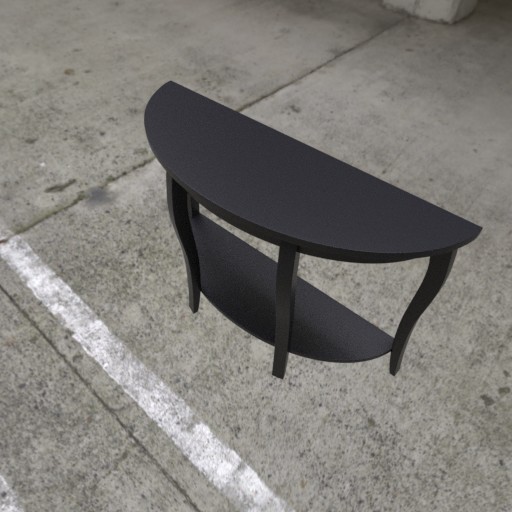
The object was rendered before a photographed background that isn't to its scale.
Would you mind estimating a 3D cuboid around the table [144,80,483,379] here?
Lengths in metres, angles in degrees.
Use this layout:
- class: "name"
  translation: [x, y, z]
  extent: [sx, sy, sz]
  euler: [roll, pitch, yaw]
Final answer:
- class: "table"
  translation: [0.000, 0.000, 1.606]
  extent: [1.219, 0.780, 0.394]
  euler: [33, 56, 27]
